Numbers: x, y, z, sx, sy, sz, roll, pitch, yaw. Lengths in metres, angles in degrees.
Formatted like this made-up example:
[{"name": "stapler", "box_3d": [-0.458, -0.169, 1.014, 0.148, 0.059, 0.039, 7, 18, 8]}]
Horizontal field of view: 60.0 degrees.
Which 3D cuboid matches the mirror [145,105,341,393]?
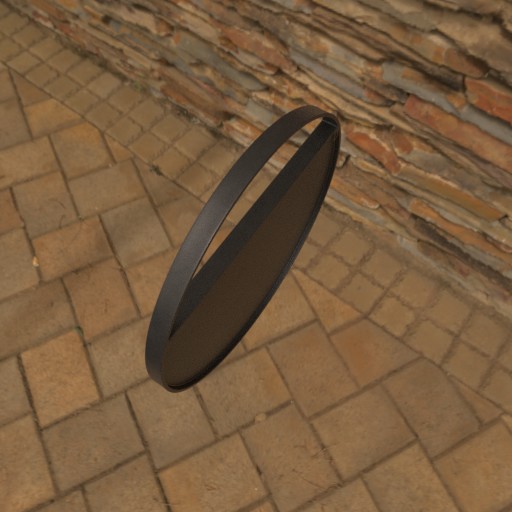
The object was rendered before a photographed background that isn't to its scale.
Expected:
[{"name": "mirror", "box_3d": [0.000, 0.000, 0.828, 0.032, 0.565, 0.565, 31, 66, 15]}]
